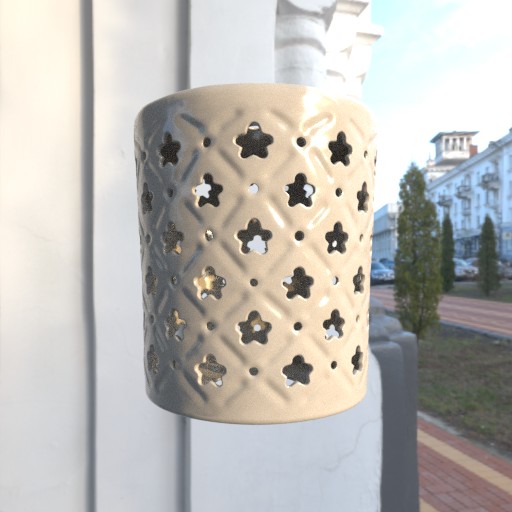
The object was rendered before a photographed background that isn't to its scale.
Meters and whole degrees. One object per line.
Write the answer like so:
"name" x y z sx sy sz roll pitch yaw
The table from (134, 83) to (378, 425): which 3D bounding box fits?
"table" 0.000 0.000 0.656 0.352 0.387 0.352 0 0 0
